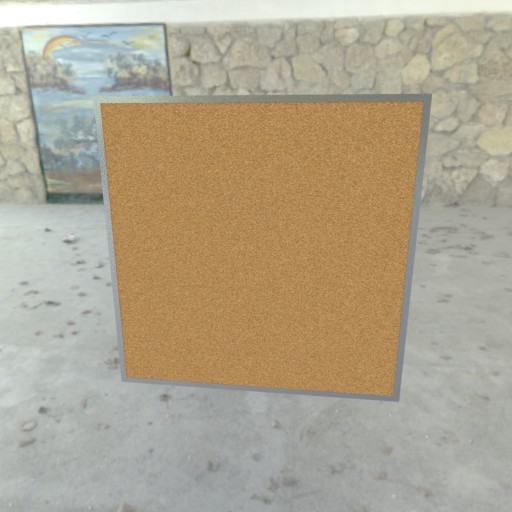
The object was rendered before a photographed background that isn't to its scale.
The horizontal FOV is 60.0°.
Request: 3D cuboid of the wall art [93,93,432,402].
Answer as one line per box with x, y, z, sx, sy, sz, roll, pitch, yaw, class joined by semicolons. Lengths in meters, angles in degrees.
0.000;0.000;1.183;0.806;0.806;0.038;2;17;7;wall art
